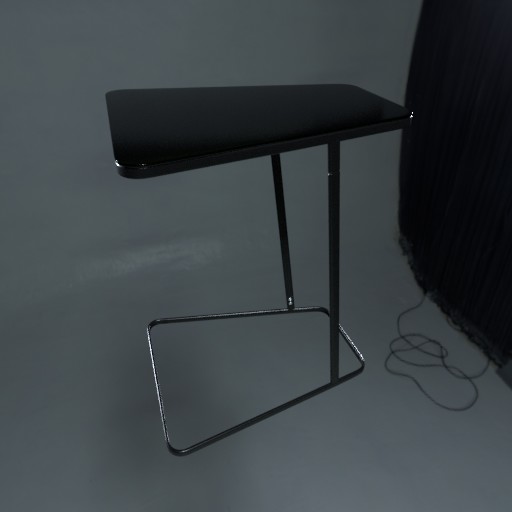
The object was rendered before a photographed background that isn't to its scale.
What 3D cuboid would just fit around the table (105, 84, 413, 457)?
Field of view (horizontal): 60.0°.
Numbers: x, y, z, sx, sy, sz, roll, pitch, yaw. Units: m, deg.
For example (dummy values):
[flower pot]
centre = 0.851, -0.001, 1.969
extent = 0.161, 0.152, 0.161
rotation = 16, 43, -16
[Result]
[table]
centre = 0.000, 0.000, 0.948
extent = 0.500, 0.624, 0.427
rotation = -10, 34, -15
